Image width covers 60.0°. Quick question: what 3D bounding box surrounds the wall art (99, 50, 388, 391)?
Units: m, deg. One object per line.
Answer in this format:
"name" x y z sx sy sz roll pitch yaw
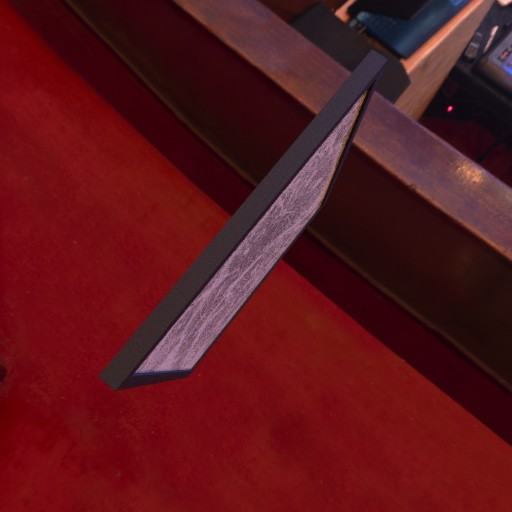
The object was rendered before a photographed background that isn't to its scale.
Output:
"wall art" 0.000 0.000 1.138 0.037 0.763 0.763 37 79 8
